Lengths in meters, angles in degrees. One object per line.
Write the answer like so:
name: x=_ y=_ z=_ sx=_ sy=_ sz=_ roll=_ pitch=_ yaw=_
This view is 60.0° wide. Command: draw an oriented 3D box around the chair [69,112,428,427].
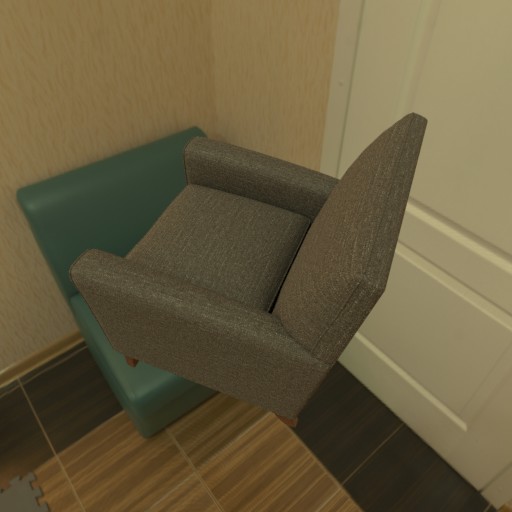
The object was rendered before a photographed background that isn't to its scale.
chair: x=0.000 y=0.000 z=1.574 sx=0.875 sy=0.885 sz=0.838 roll=16 pitch=48 yaw=15
